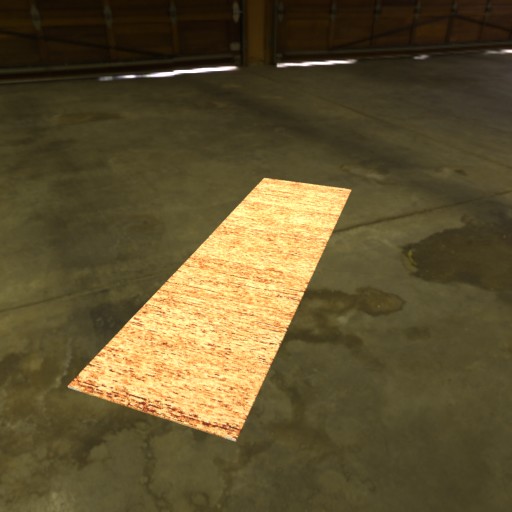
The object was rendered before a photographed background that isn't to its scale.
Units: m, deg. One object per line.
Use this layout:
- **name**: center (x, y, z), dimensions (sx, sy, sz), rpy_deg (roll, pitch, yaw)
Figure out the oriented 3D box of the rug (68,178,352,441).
- **rug**: center (0.000, 0.000, 2.439), dimensions (0.680, 0.014, 2.237), rpy_deg (11, 33, 17)
